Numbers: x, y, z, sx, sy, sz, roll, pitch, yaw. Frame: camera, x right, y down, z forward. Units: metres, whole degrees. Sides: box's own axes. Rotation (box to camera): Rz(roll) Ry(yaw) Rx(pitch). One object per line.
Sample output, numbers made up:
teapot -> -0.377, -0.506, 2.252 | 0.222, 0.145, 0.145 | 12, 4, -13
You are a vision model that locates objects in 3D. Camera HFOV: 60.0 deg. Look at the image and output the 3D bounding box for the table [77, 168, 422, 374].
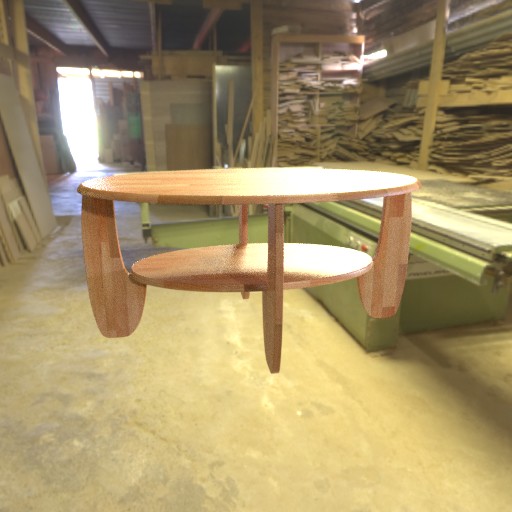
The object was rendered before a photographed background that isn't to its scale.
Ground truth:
table -> 0.000, 0.000, 1.417 | 1.040, 0.490, 0.690 | -3, 17, -9
